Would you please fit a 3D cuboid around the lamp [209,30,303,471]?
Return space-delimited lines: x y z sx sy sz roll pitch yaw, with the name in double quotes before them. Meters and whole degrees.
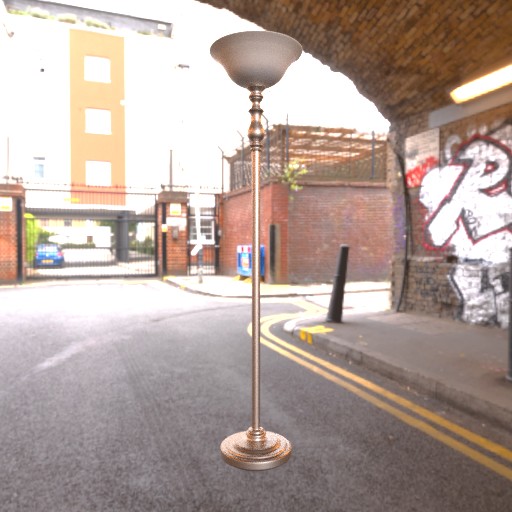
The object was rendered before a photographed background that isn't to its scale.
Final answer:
"lamp" 0.000 0.000 1.949 0.405 1.771 0.405 0 1 18
